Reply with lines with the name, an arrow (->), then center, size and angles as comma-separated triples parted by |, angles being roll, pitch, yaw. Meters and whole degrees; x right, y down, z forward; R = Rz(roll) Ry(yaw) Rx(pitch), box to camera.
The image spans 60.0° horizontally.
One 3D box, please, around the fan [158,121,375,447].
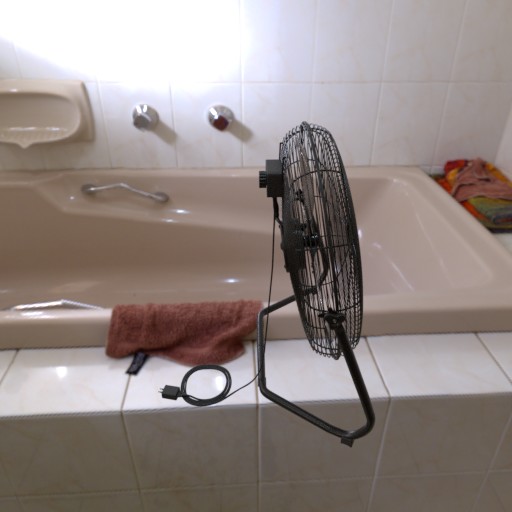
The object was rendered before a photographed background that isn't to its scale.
fan -> 0.000, 0.000, 0.936 | 0.424, 0.546, 0.555 | 0, 30, -1
